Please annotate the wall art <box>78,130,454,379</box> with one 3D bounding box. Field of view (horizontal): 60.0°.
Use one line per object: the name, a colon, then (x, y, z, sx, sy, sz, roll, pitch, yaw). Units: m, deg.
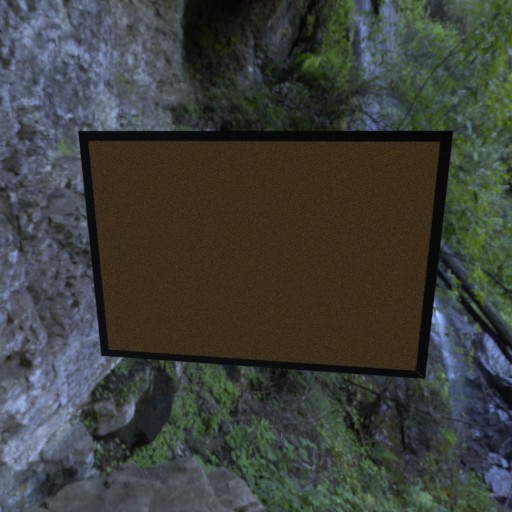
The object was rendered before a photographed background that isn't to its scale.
wall art: (0.000, 0.000, 0.842, 0.657, 0.458, 0.027, 2, 16, 8)
